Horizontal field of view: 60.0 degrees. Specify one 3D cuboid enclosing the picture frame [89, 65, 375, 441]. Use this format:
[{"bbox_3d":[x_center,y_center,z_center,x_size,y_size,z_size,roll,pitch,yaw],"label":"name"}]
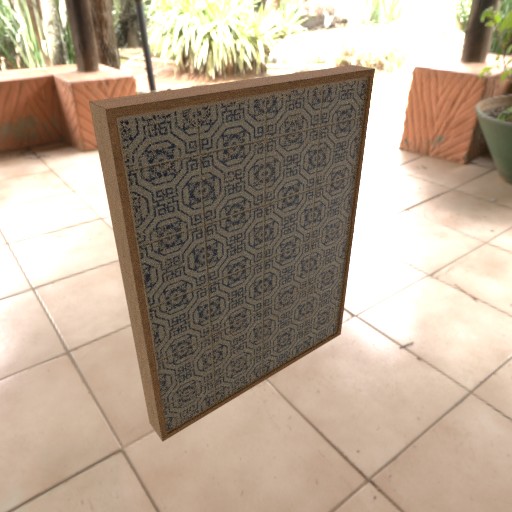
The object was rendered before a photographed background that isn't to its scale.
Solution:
[{"bbox_3d":[0.000,0.000,0.709,0.421,0.526,0.046,-22,38,-32],"label":"picture frame"}]
